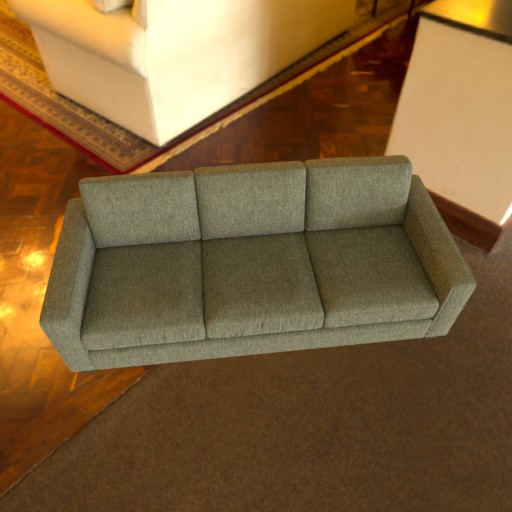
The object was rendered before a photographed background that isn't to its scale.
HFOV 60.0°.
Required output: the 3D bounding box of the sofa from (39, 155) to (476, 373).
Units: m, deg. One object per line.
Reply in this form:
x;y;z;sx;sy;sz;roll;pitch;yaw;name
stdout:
0.000;0.000;2.544;2.160;0.800;0.900;-5;49;-4;sofa
